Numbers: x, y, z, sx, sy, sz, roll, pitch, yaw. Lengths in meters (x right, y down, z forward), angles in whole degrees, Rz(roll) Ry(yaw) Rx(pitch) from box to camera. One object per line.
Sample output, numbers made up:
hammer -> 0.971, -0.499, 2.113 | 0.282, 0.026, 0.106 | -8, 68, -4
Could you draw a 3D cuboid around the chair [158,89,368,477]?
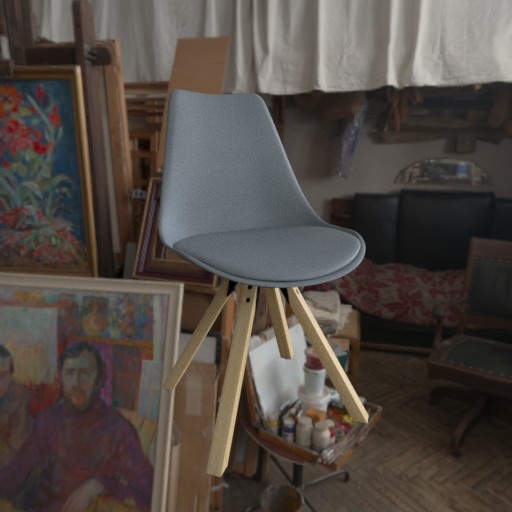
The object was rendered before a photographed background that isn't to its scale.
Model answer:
chair -> 0.000, 0.000, 1.162 | 0.485, 0.850, 0.549 | -8, 17, -26
